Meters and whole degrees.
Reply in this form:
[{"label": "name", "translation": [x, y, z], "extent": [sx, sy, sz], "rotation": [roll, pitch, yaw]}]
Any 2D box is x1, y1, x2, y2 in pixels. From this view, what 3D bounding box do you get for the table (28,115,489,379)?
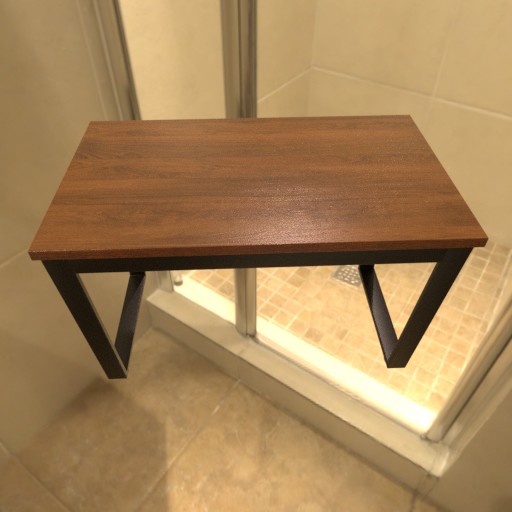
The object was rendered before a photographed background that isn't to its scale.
[{"label": "table", "translation": [0.000, 0.000, 1.674], "extent": [1.205, 0.760, 0.714], "rotation": [-2, 44, -2]}]
